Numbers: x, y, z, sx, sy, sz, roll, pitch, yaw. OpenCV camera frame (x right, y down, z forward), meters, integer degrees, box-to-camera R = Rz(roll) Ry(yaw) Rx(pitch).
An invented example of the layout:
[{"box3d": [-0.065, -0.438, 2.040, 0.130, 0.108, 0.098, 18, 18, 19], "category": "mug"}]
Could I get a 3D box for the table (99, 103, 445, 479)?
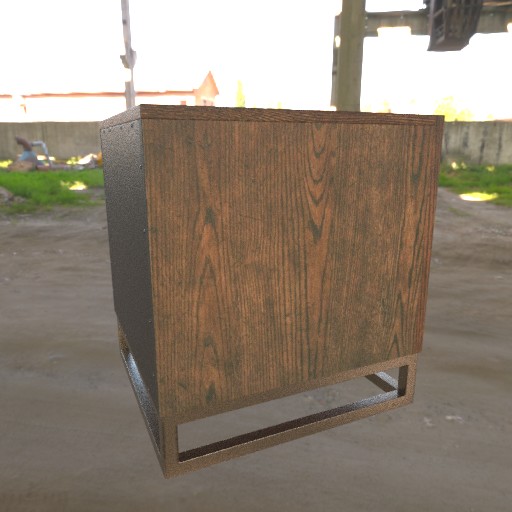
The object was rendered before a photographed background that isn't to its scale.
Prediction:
[{"box3d": [0.000, 0.000, 0.982, 0.566, 0.582, 0.506, -6, 15, -24], "category": "table"}]
